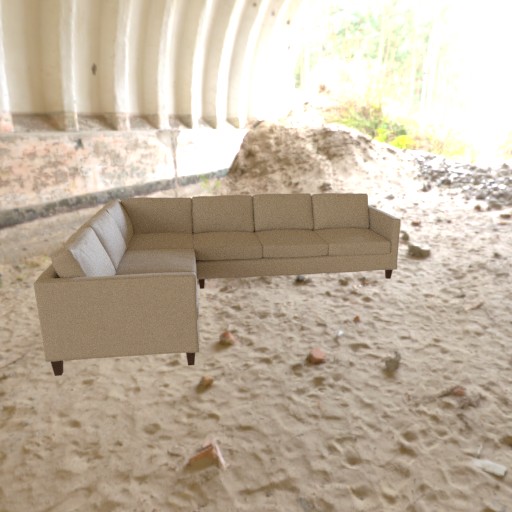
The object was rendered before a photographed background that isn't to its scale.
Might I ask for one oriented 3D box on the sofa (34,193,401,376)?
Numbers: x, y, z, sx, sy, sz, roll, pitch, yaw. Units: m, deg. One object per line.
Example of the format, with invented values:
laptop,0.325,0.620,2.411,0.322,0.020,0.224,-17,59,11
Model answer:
sofa,0.000,0.000,4.193,3.182,0.863,2.432,-2,17,-8
